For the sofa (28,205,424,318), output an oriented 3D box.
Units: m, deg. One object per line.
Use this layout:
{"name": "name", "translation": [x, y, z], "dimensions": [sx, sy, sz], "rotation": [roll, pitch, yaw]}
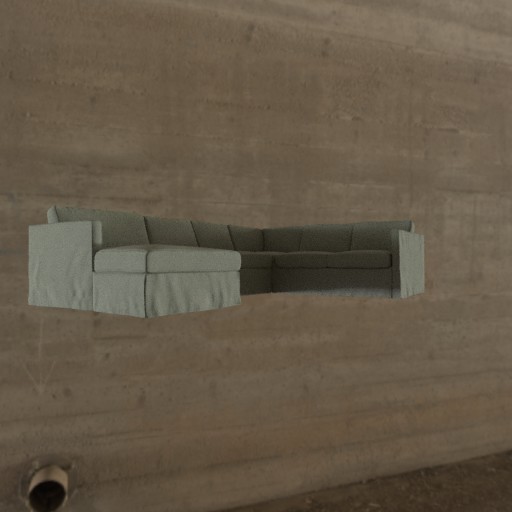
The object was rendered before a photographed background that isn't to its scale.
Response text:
{"name": "sofa", "translation": [0.000, 0.000, 4.489], "dimensions": [2.440, 0.869, 3.434], "rotation": [0, -1, 35]}
